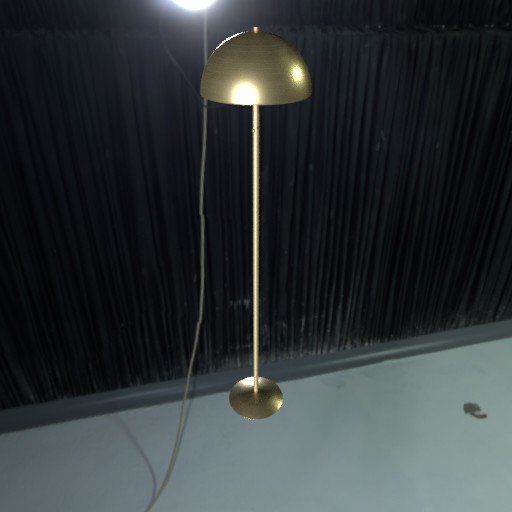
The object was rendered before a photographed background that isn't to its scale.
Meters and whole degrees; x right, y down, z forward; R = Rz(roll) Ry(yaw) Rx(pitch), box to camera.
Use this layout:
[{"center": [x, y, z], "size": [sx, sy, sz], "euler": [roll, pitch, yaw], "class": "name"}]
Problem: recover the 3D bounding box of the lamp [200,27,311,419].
[{"center": [0.000, 0.000, 1.609], "size": [0.328, 1.480, 0.328], "euler": [-10, 32, -16], "class": "lamp"}]
